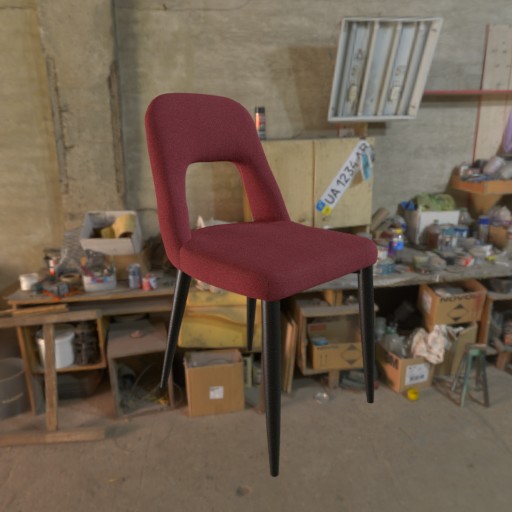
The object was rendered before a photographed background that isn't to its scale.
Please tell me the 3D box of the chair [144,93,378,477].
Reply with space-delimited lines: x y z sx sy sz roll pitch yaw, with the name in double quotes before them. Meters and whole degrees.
"chair" 0.000 0.000 1.251 0.483 0.892 0.569 -15 21 -42
